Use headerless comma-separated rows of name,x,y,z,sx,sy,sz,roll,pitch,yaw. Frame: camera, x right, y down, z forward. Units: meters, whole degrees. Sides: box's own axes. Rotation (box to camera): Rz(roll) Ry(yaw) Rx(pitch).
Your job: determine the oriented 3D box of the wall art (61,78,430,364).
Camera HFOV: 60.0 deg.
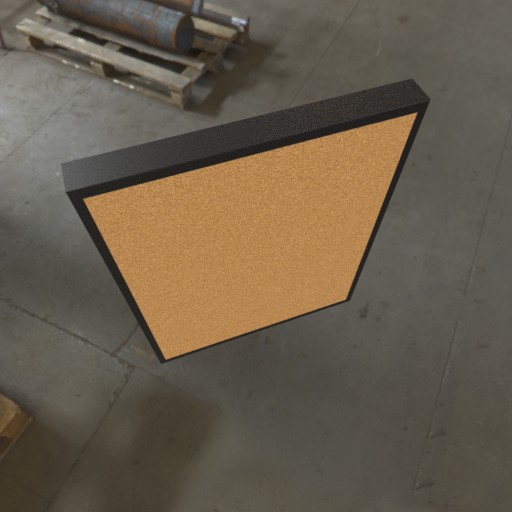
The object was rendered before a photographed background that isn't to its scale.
wall art,0.000,0.000,0.501,0.294,0.369,0.030,-17,59,-10
